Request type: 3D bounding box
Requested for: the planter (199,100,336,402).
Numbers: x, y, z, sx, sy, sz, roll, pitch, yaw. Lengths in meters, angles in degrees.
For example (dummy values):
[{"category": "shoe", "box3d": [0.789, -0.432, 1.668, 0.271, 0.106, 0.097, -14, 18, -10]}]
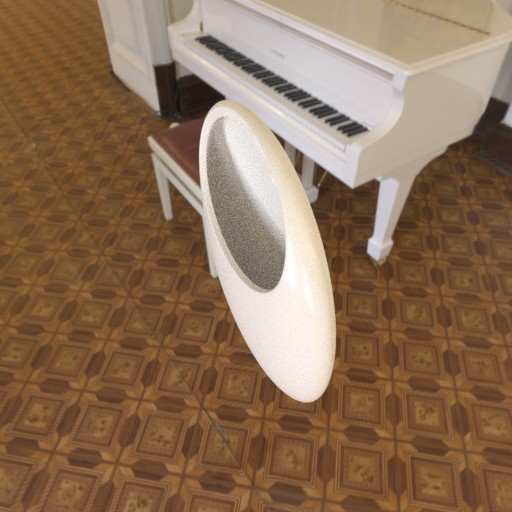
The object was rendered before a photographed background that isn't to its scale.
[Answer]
[{"category": "planter", "box3d": [0.000, 0.000, 0.281, 0.043, 0.188, 0.185, -16, 48, -15]}]
